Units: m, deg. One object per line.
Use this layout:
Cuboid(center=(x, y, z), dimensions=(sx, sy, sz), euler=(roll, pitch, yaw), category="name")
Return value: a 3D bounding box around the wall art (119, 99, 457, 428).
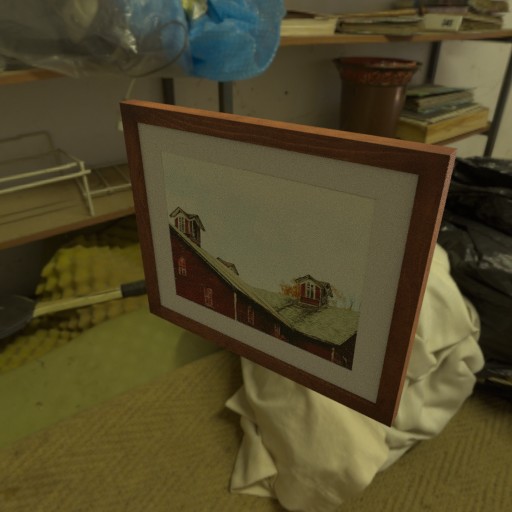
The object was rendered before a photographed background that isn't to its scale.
Cuboid(center=(0.000, 0.000, 0.765), dimensions=(0.558, 0.457, 0.033), euler=(19, 34, 29), category="wall art")
